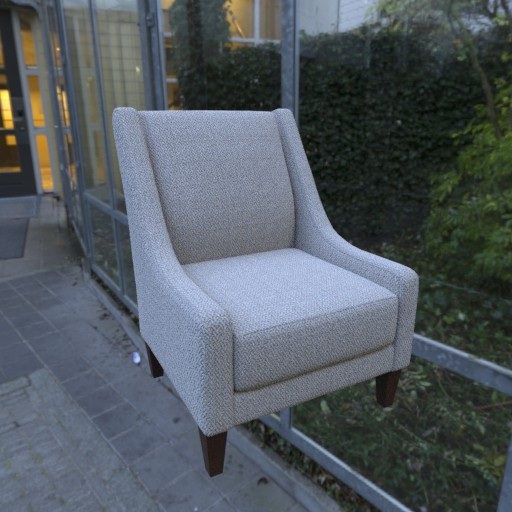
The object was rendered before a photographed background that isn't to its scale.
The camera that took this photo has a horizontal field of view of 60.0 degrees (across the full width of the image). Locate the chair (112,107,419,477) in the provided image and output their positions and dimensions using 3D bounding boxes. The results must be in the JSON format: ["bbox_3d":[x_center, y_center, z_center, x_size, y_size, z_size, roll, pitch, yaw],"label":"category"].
[{"bbox_3d":[0.000,0.000,1.585,0.774,1.014,0.870,-9,20,-27],"label":"chair"}]
